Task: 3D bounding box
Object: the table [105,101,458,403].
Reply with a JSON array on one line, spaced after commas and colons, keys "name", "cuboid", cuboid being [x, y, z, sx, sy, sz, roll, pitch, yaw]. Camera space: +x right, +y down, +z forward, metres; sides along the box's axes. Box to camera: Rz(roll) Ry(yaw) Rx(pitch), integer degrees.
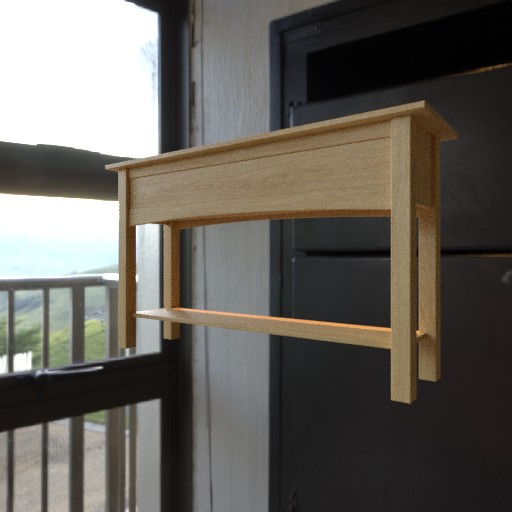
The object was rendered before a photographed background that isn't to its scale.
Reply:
[{"name": "table", "cuboid": [0.000, 0.000, 1.549, 1.240, 0.730, 0.350, 0, 0, 36]}]
